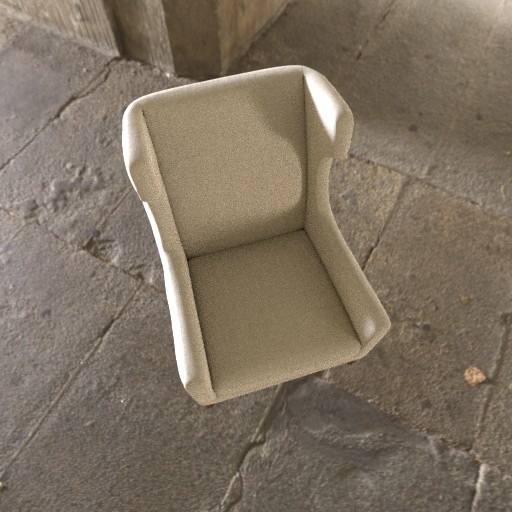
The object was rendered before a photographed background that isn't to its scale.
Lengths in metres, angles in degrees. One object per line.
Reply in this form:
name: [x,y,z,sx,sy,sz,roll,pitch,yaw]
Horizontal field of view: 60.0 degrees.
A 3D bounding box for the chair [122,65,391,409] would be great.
chair: [0.000,0.000,1.744,0.778,1.079,0.899,-15,63,-8]
